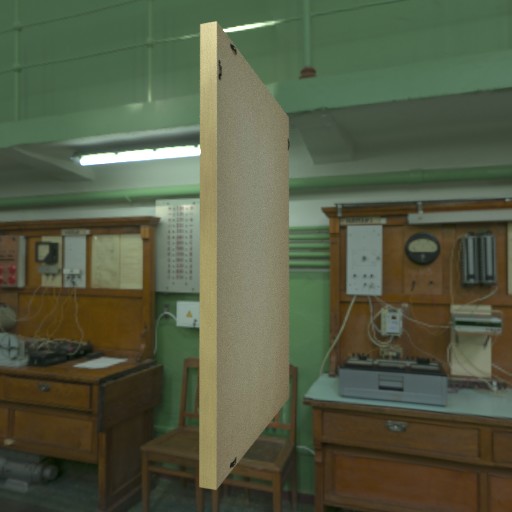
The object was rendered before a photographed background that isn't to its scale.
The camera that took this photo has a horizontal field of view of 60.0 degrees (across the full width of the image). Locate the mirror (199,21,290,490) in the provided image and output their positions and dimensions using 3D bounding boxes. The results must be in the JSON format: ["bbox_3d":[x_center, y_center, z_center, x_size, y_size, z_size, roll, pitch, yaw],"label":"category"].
[{"bbox_3d":[0.000,0.000,1.159,0.041,0.915,0.609,0,-1,18],"label":"mirror"}]
